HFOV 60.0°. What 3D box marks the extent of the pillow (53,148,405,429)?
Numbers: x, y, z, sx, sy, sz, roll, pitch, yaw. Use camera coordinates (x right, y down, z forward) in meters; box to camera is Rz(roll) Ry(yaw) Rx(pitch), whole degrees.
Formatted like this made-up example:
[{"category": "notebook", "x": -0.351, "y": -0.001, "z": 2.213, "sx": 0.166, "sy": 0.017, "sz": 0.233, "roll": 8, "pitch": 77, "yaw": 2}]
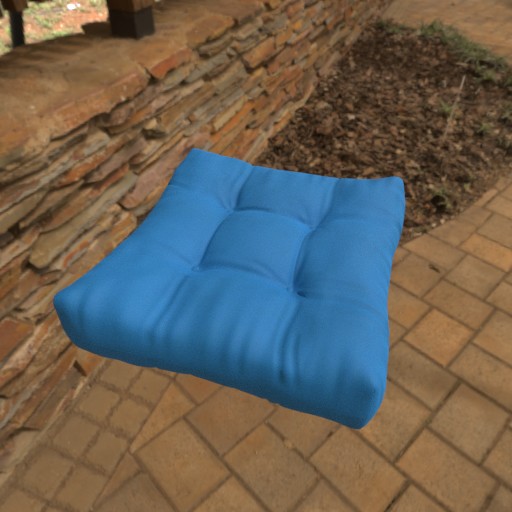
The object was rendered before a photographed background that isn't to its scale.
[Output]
[{"category": "pillow", "x": 0.000, "y": 0.000, "z": 0.757, "sx": 0.468, "sy": 0.128, "sz": 0.490, "roll": 12, "pitch": 42, "yaw": 13}]
